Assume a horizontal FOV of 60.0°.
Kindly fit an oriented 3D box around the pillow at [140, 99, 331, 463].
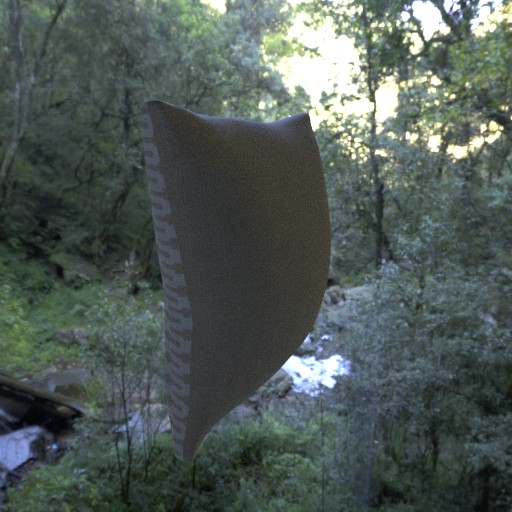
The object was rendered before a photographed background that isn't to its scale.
[{"bbox_3d":[0.000,0.000,0.775,0.219,0.491,0.496,8,18,26],"label":"pillow"}]
